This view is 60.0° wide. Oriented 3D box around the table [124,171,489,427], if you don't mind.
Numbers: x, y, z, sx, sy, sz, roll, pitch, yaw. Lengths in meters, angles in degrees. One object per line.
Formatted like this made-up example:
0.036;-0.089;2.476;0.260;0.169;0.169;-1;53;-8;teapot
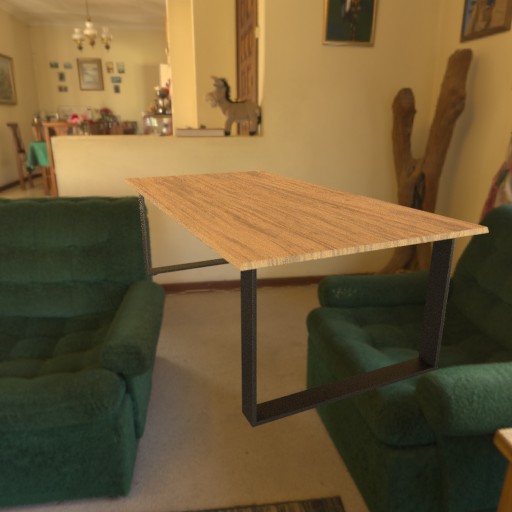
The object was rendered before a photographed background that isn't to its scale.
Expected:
0.000;0.000;1.633;0.693;0.445;1.331;-8;19;-24;table
